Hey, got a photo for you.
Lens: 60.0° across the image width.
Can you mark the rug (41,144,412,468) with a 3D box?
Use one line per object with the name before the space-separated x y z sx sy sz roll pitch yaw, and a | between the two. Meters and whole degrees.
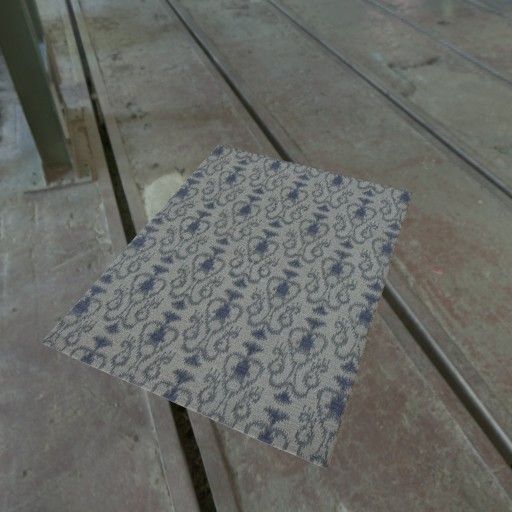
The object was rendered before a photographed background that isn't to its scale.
rug | 0.000 0.000 4.281 2.437 0.015 3.205 18 49 16
